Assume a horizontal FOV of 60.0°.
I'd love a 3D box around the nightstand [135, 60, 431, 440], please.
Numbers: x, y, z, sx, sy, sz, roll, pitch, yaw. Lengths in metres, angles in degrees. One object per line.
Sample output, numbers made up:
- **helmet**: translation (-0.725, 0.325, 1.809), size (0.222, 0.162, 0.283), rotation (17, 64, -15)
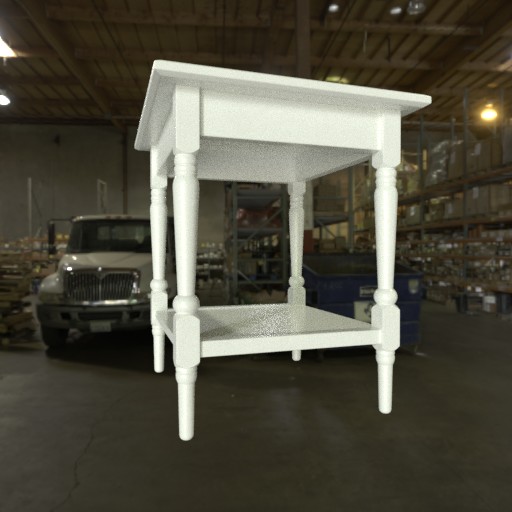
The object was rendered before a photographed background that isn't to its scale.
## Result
- **nightstand**: translation (0.000, 0.000, 0.921), size (0.459, 0.555, 0.505), rotation (0, 1, -18)
